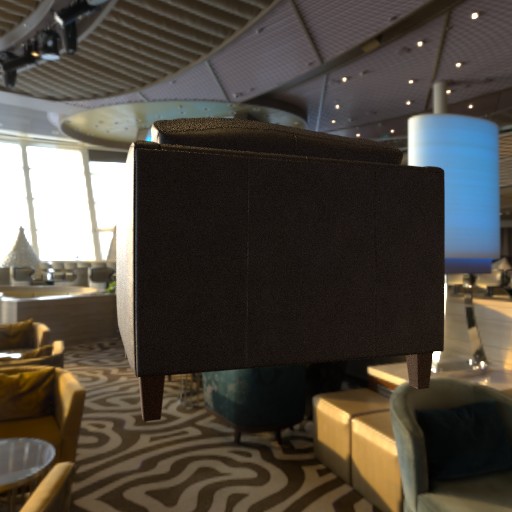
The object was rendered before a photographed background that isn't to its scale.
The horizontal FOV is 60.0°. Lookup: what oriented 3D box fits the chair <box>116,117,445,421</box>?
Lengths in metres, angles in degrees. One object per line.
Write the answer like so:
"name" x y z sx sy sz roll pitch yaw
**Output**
"chair" 0.000 0.000 1.587 0.939 0.811 0.862 0 -1 -20
